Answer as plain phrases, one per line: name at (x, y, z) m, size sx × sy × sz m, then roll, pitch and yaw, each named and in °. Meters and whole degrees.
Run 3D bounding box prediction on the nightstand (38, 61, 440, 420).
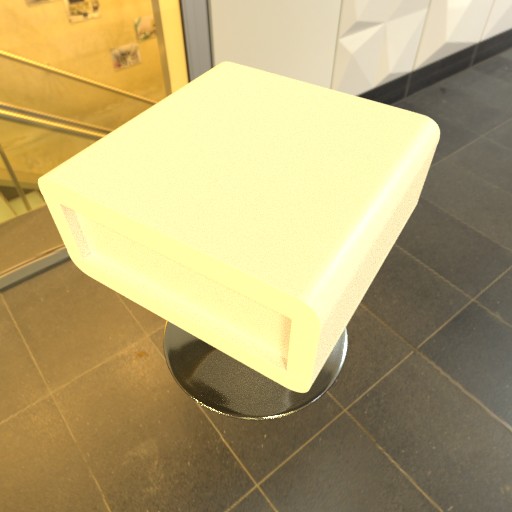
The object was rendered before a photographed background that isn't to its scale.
nightstand at (0.000, 0.000, 0.751) m, size 0.399 × 0.447 × 0.404 m, roll 24°, pitch 51°, yaw 21°
